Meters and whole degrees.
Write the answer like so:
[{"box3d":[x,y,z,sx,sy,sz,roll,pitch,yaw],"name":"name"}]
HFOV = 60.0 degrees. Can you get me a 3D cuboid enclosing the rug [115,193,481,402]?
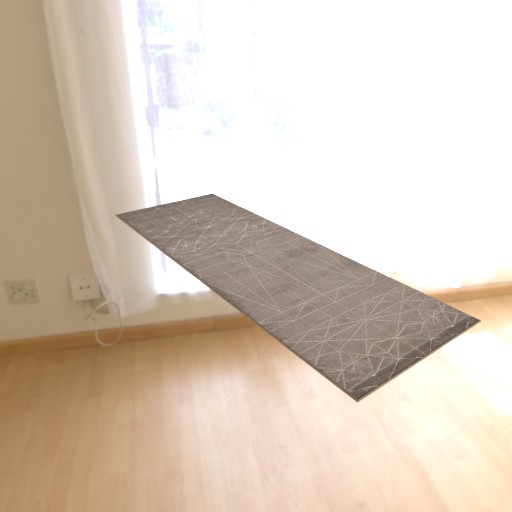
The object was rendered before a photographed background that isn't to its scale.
[{"box3d":[0.000,0.000,2.713,0.864,0.012,2.388,-18,32,-33],"name":"rug"}]
